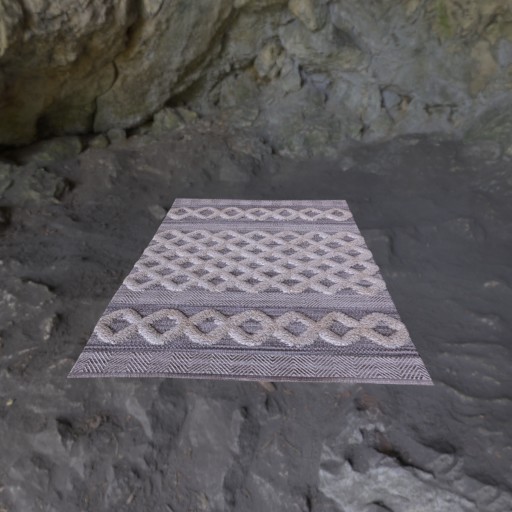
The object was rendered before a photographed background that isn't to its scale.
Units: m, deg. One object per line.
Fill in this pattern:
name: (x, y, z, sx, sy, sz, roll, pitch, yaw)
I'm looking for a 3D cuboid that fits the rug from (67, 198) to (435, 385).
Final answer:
rug: (0.000, 0.000, 2.856, 1.513, 0.033, 2.333, 1, 26, 2)
